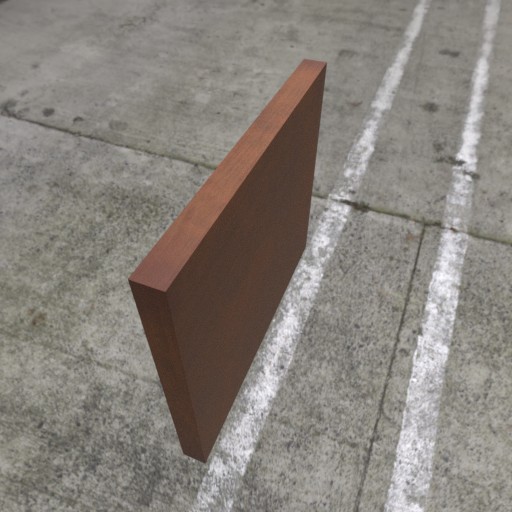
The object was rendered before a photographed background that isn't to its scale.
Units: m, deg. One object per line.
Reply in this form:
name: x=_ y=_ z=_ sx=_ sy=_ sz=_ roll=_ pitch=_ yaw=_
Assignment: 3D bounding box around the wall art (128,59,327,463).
wall art: x=0.000 y=0.000 z=0.551 sx=0.030 sy=0.328 sz=0.401 roll=16 pitch=48 yaw=15
